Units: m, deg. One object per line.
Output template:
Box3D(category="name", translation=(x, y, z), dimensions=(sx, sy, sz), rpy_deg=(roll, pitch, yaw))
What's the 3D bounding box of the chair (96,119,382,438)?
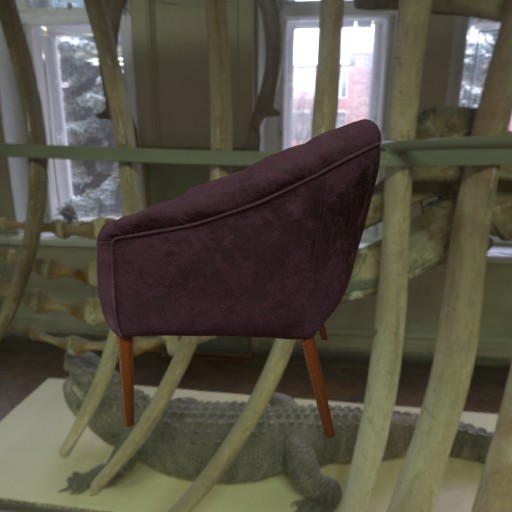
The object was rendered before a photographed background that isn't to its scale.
Box3D(category="chair", translation=(0.000, 0.000, 1.505), dimensions=(0.776, 0.885, 0.851), rpy_deg=(2, 15, 7))
